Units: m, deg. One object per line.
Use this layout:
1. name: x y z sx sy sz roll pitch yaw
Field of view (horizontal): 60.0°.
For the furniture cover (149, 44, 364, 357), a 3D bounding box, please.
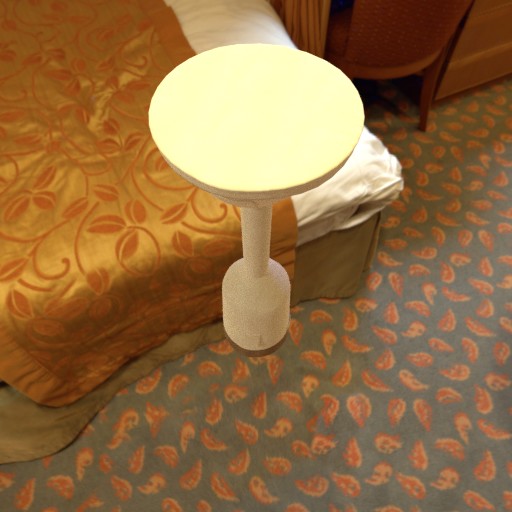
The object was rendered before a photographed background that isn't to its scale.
1. furniture cover: 0.000 0.000 2.906 0.914 2.413 0.914 14 60 9
